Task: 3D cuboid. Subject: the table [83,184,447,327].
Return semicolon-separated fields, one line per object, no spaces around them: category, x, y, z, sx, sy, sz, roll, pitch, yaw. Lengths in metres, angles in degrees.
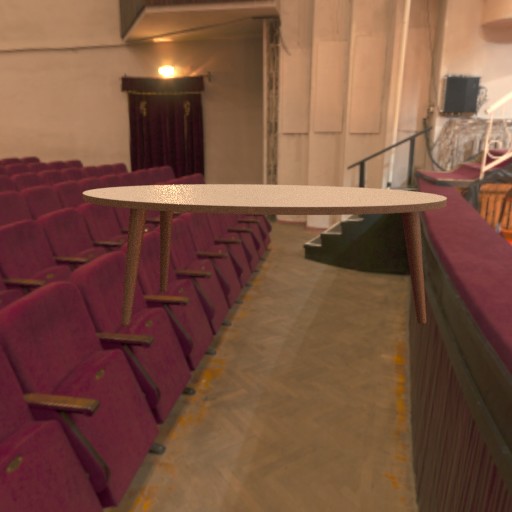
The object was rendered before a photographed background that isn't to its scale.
table;0.000;0.000;1.383;1.083;0.390;0.542;2;15;9
